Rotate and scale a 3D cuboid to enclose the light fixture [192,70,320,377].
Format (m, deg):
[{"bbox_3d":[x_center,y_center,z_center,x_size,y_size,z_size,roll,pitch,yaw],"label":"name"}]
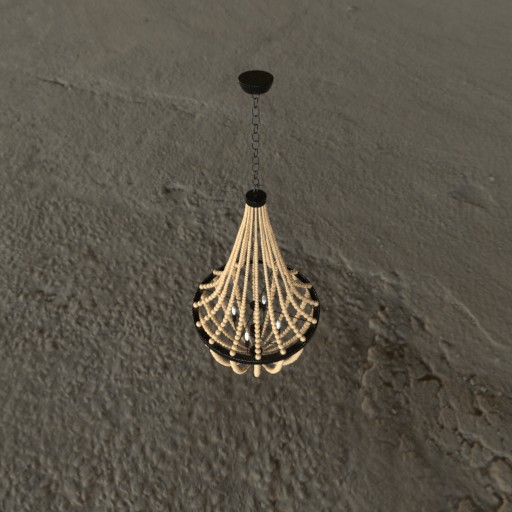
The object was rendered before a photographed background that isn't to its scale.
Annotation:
[{"bbox_3d":[0.000,0.000,1.380,0.450,1.133,0.450,0,47,0],"label":"light fixture"}]
